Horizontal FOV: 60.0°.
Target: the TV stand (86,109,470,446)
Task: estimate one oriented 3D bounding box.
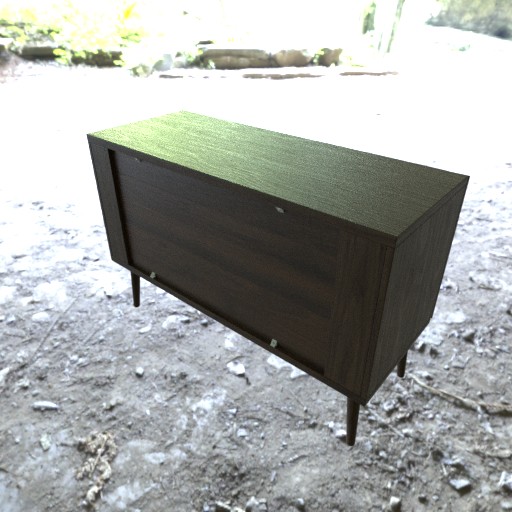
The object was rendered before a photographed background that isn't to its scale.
[{"bbox_3d":[0.000,0.000,1.361,0.990,0.660,0.405,24,39,33],"label":"TV stand"}]
